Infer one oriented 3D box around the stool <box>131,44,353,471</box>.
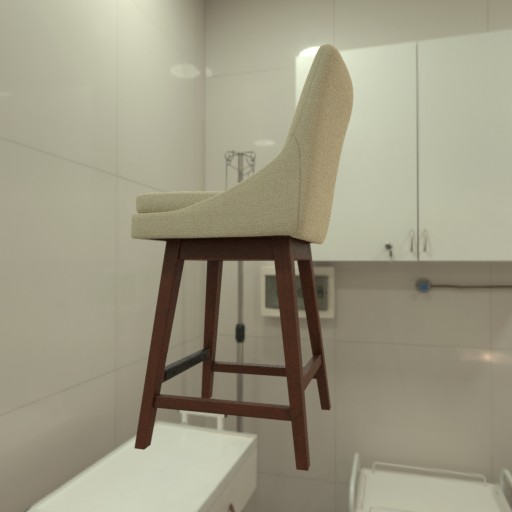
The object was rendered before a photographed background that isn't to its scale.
[{"bbox_3d":[0.000,0.000,1.297,0.559,0.991,0.469,0,-1,16],"label":"stool"}]
